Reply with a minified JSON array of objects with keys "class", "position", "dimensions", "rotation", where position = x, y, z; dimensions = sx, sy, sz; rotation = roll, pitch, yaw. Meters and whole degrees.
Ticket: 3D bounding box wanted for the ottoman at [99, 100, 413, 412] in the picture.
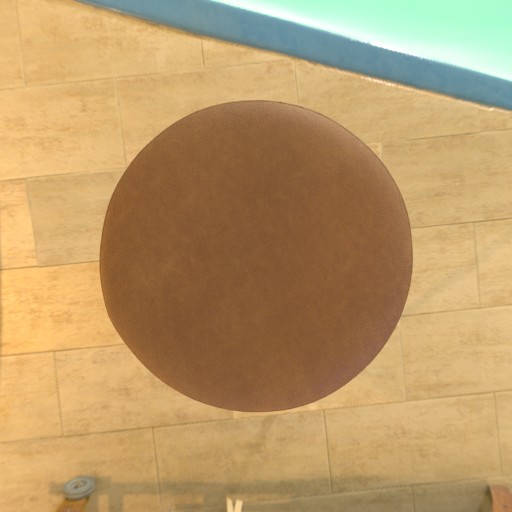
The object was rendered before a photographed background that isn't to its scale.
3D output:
[{"class":"ottoman","position":[0.000,0.000,1.243],"dimensions":[0.771,0.460,0.771],"rotation":[0,92,0]}]
